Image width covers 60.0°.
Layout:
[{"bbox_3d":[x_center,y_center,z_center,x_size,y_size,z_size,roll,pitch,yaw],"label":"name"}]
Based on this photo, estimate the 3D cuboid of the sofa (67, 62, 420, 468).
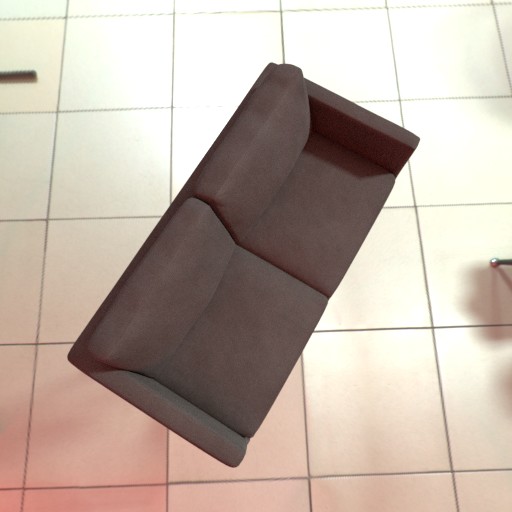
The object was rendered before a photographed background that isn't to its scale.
[{"bbox_3d":[0.000,0.000,2.421,0.950,0.963,1.884,30,77,8],"label":"sofa"}]
